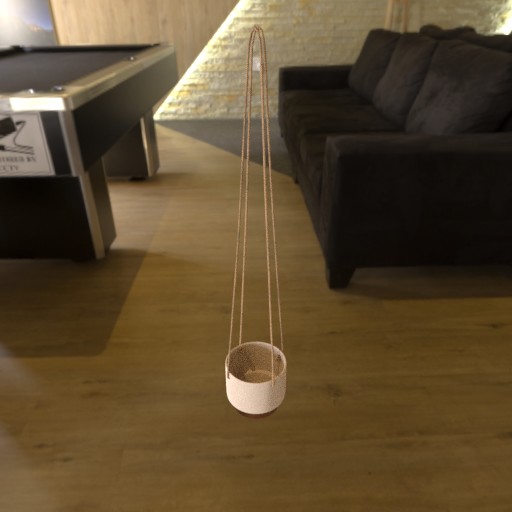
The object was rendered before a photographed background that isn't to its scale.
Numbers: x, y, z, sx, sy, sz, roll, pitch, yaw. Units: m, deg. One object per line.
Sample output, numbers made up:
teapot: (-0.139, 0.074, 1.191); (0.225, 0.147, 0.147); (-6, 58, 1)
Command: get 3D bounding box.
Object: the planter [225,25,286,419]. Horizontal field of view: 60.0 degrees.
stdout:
planter: (0.000, 0.000, 0.912); (0.146, 0.841, 0.146); (7, 30, 12)
